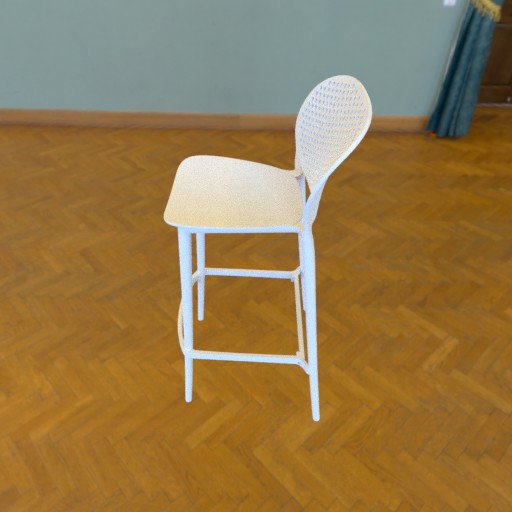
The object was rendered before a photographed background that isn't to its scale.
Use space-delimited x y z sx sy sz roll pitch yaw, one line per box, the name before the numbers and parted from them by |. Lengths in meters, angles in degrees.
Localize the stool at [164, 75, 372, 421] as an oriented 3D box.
stool | 0.000 0.000 1.403 0.535 1.045 0.536 1 41 1
